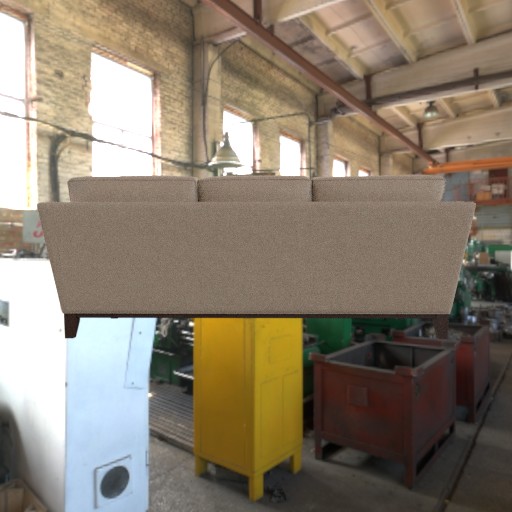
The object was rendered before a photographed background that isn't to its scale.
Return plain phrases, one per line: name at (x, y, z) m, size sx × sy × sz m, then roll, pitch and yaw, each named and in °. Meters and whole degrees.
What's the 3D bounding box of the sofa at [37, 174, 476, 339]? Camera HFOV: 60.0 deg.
sofa at (0.000, 0.000, 2.880) m, size 2.388 × 0.940 × 0.965 m, roll 0°, pitch 0°, yaw 1°
